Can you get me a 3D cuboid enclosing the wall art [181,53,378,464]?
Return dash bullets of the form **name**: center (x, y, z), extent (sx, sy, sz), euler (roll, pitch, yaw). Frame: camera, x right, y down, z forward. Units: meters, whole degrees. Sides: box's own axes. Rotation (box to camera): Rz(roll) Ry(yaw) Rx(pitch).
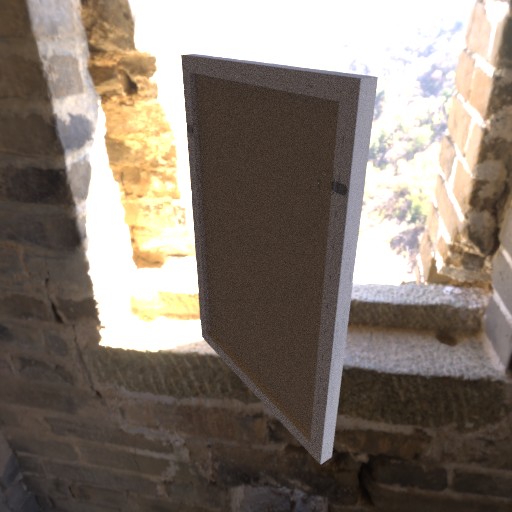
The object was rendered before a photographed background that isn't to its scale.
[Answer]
- **wall art**: center (0.000, 0.000, 1.140), extent (0.043, 0.914, 0.624), euler (-18, 33, -30)
